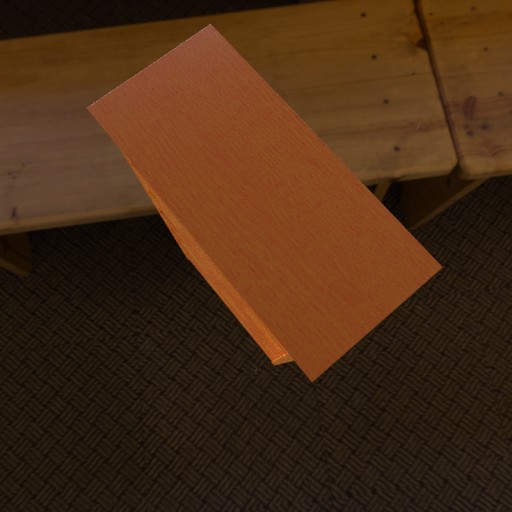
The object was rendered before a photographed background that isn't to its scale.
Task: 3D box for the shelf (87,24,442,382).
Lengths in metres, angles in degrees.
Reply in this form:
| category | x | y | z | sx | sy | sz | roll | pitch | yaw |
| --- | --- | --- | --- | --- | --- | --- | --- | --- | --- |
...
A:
| category | x | y | z | sx | sy | sz | roll | pitch | yaw |
| --- | --- | --- | --- | --- | --- | --- | --- | --- | --- |
| shelf | 0.000 | 0.000 | 1.334 | 0.305 | 1.067 | 0.660 | -39 | 79 | -9 |
